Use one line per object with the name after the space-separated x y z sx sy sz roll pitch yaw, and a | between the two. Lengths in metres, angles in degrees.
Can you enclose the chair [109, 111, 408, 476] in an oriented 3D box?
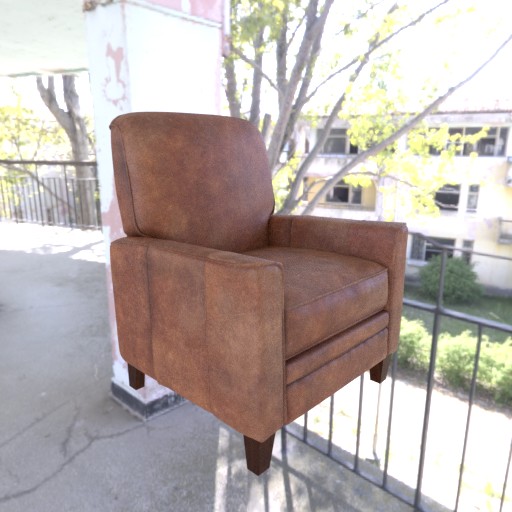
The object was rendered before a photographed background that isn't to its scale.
0.000 0.000 1.646 0.836 1.043 0.843 13 19 42 | chair
